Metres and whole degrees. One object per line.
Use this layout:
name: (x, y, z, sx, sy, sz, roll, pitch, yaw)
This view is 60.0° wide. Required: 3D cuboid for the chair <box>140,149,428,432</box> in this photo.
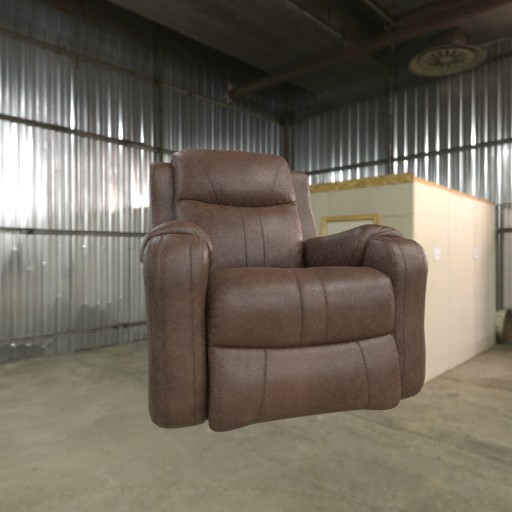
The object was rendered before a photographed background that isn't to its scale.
chair: (0.000, 0.000, 1.775, 0.940, 0.990, 1.067, 0, 1, -18)
